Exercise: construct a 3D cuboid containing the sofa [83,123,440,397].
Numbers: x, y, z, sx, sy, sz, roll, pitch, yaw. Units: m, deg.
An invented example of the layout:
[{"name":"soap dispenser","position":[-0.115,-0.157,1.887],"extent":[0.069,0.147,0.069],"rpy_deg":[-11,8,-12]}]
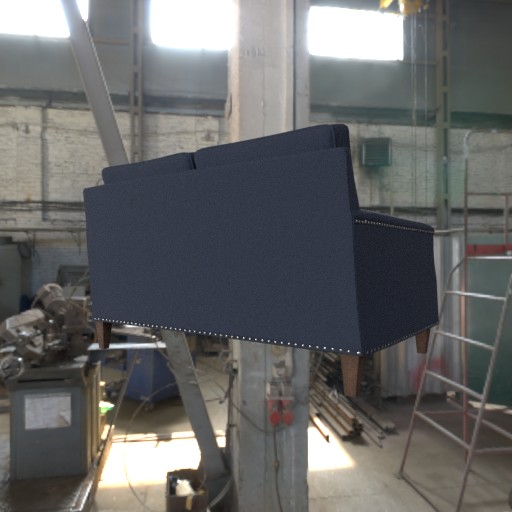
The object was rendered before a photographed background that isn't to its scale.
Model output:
[{"name":"sofa","position":[0.000,0.000,2.327],"extent":[1.597,1.003,1.084],"rpy_deg":[0,-1,36]}]
